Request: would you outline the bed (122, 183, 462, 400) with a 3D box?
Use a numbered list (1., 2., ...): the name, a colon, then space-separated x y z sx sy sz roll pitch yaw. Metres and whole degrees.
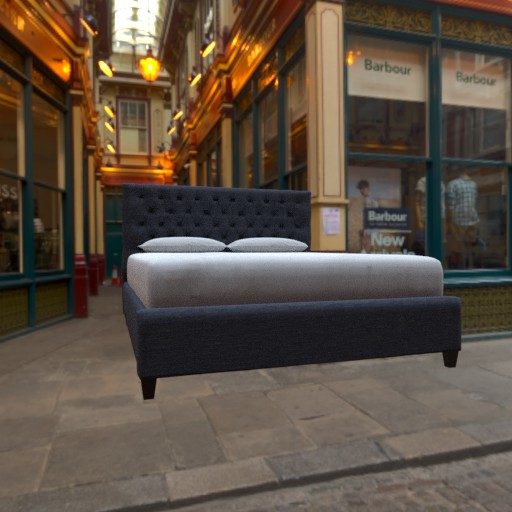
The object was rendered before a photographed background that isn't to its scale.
1. bed: 0.000 0.000 3.676 2.078 1.427 2.387 0 1 -18
